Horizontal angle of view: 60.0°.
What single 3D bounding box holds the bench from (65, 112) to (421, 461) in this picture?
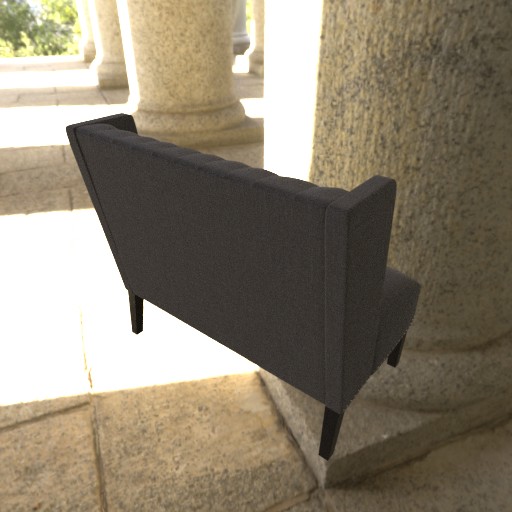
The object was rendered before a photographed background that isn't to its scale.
[{"bbox_3d":[0.000,0.000,1.969,1.276,1.121,0.842,23,38,32],"label":"bench"}]
